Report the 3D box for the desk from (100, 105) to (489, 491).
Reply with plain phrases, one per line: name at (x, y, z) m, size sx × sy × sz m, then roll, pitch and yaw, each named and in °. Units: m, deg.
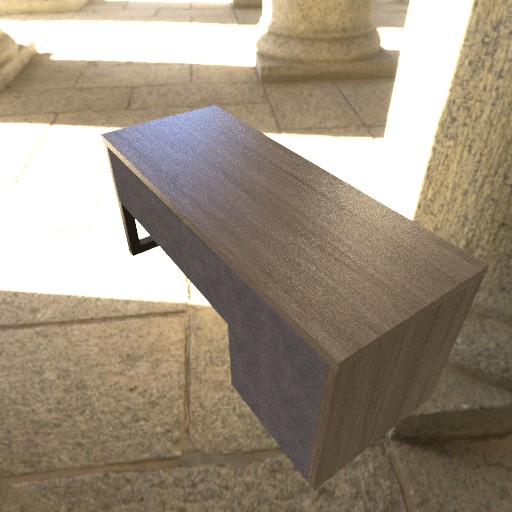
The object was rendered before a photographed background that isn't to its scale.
desk at (0.000, 0.000, 2.063) m, size 0.690 × 0.760 × 1.700 m, roll -24°, pitch 45°, yaw -27°
